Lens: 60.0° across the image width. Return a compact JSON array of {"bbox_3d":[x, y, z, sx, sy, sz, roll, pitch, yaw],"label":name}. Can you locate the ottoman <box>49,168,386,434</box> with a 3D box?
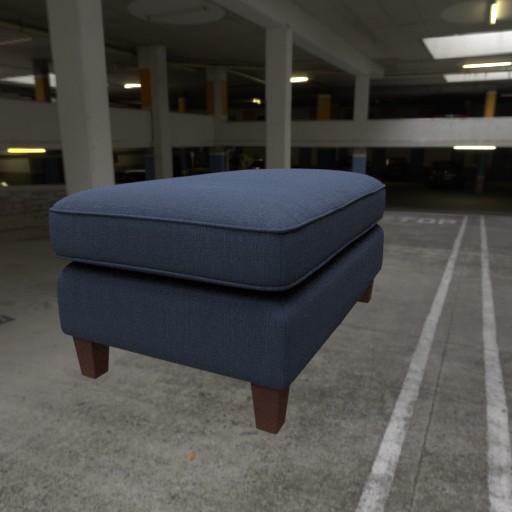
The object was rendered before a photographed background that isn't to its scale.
[{"bbox_3d":[0.000,0.000,1.205,0.570,0.438,0.885,7,16,25],"label":"ottoman"}]
